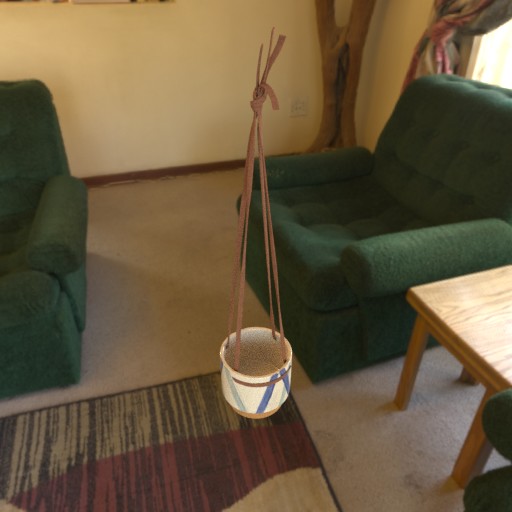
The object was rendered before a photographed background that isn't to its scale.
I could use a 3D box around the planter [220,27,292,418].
[{"bbox_3d":[0.000,0.000,0.808,0.153,0.753,0.157,-21,38,-29],"label":"planter"}]
